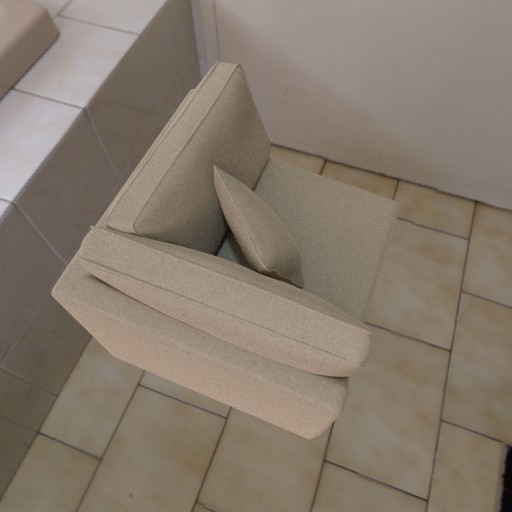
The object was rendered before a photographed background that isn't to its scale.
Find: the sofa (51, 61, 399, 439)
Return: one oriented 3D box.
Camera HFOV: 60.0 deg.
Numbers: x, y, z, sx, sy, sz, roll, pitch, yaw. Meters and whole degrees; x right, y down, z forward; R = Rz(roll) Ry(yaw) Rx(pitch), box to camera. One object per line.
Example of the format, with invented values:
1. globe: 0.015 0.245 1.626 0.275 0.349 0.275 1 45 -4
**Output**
1. sofa: 0.000 0.000 1.955 1.084 1.002 1.146 20 63 11
